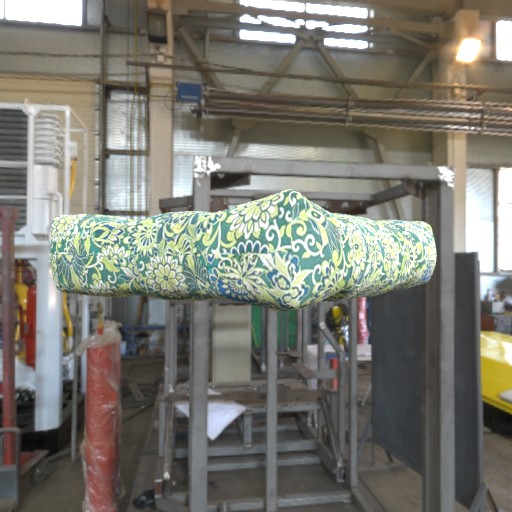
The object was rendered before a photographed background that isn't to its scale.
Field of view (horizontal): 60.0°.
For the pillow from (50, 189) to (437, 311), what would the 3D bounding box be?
[{"bbox_3d":[0.000,0.000,0.736,0.468,0.128,0.490,-1,-1,36],"label":"pillow"}]
